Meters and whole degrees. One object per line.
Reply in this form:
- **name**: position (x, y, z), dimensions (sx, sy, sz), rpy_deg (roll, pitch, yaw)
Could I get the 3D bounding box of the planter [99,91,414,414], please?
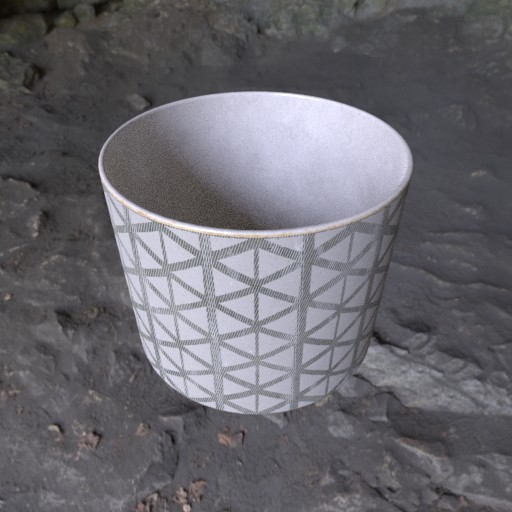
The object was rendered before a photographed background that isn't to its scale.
- **planter**: position (0.000, 0.000, 0.333), dimensions (0.190, 0.181, 0.190), rpy_deg (0, 39, 0)
